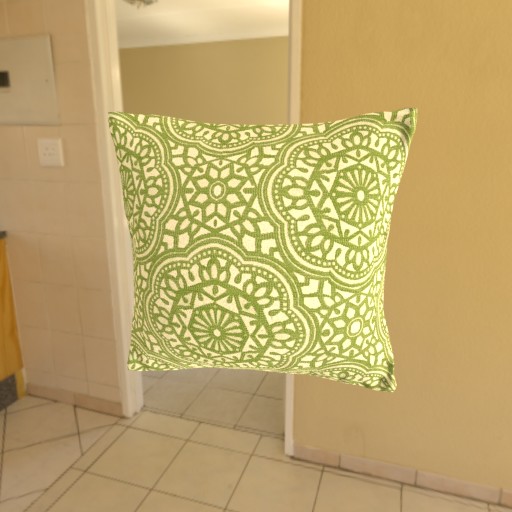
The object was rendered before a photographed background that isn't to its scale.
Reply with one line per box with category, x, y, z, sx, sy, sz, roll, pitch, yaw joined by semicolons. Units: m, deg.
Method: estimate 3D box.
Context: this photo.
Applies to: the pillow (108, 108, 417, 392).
pillow;0.000;0.000;0.666;0.440;0.419;0.162;2;15;8
